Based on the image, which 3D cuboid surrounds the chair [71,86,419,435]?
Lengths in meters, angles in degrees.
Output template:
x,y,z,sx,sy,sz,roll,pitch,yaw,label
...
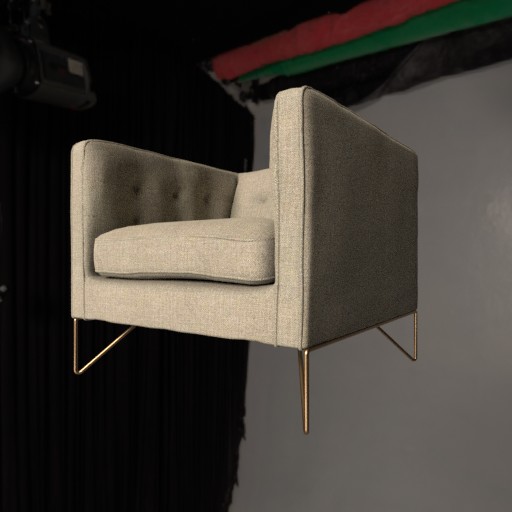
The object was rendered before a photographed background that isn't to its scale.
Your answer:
x,y,z,sx,sy,sz,roll,pitch,yaw,label
0.000,0.000,1.589,0.920,0.799,0.912,0,0,35,chair
